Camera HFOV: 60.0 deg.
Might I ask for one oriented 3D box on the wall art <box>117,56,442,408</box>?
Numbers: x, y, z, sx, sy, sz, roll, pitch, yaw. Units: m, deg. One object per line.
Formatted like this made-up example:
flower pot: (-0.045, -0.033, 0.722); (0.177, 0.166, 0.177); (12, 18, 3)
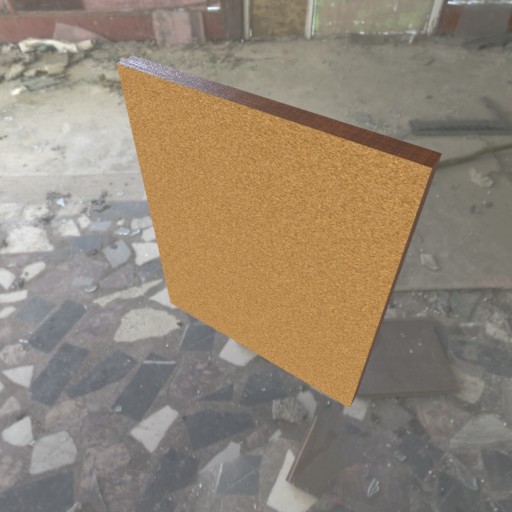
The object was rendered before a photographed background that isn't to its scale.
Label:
wall art: (0.000, 0.000, 0.769); (0.467, 0.567, 0.033); (26, 52, 23)
